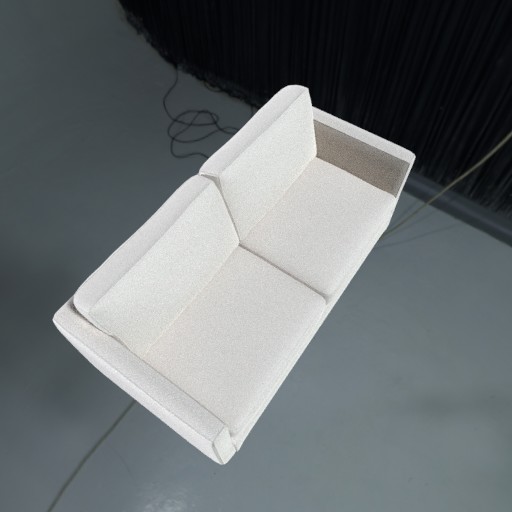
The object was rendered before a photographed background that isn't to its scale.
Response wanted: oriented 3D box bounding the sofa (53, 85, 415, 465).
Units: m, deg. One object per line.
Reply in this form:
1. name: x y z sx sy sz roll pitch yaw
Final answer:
1. sofa: 0.000 0.000 2.237 0.873 0.888 1.722 31 63 17
